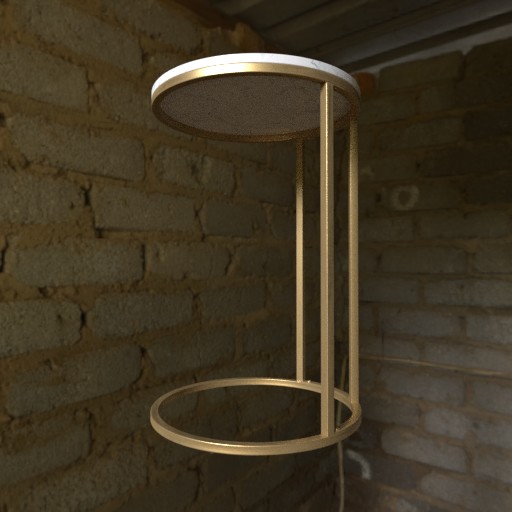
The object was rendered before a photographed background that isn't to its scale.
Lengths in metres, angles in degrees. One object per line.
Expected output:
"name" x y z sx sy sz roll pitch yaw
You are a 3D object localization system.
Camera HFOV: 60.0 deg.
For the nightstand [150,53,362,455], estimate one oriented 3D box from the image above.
"nightstand" 0.000 0.000 0.868 0.400 0.610 0.400 0 -1 -2
